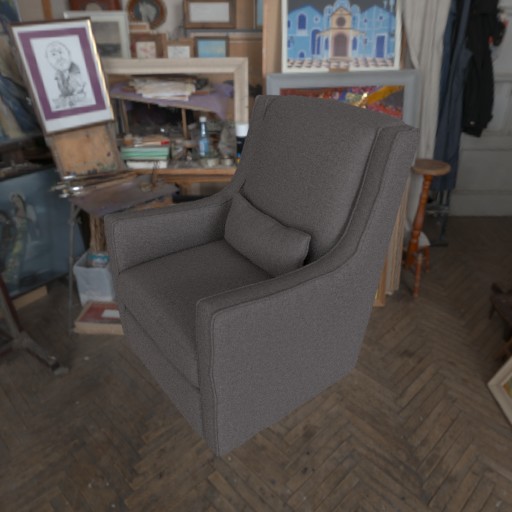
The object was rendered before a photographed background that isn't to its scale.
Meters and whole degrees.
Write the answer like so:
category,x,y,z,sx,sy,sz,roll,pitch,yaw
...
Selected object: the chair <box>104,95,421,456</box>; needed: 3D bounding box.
category,x,y,z,sx,sy,sz,roll,pitch,yaw
chair,0.000,0.000,1.611,0.879,0.993,0.732,-21,37,-32
